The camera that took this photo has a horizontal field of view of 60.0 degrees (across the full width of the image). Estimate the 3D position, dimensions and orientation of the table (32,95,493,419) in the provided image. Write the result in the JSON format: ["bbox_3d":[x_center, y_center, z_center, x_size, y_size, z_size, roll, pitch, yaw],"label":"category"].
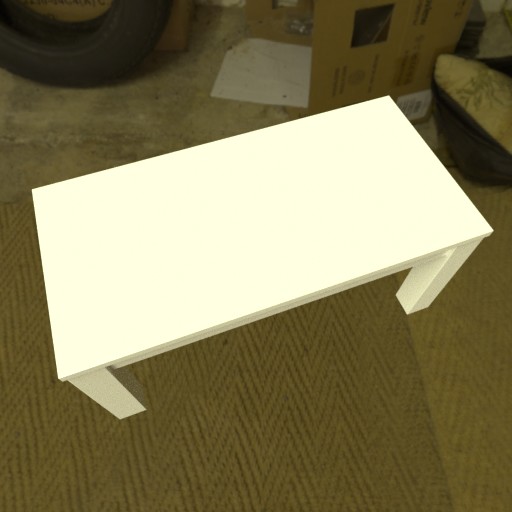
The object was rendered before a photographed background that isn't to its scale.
[{"bbox_3d":[0.000,0.000,2.259,1.800,0.790,0.900,-18,61,-10],"label":"table"}]
